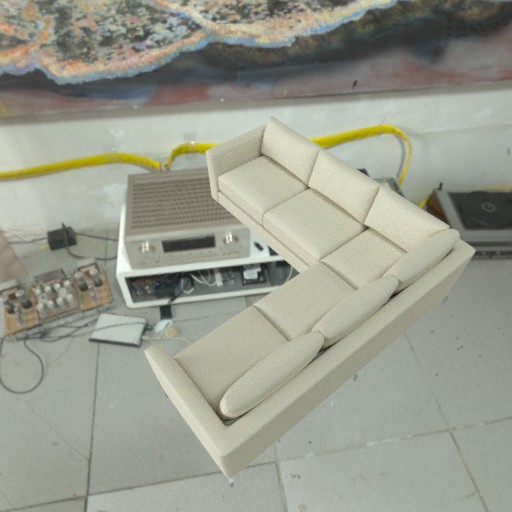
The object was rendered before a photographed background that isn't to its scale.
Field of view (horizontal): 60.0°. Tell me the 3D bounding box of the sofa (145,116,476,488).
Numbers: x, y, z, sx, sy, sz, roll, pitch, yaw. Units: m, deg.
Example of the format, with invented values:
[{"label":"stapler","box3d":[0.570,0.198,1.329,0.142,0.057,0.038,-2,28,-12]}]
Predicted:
[{"label":"sofa","box3d":[0.000,0.000,3.712,2.448,0.867,2.430,-31,55,-25]}]
